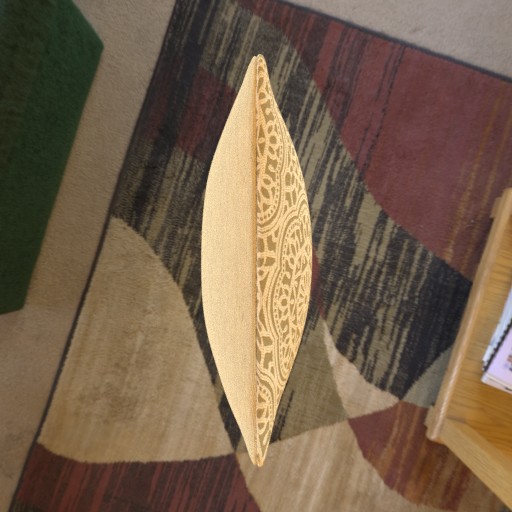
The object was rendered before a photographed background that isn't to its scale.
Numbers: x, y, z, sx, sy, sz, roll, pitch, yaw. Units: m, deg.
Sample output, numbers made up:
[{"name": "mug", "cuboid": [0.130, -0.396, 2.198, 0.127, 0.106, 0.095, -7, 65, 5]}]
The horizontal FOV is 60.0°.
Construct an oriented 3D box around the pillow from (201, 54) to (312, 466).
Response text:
[{"name": "pillow", "cuboid": [0.000, 0.000, 0.667, 0.167, 0.421, 0.438, 0, 90, 0]}]
